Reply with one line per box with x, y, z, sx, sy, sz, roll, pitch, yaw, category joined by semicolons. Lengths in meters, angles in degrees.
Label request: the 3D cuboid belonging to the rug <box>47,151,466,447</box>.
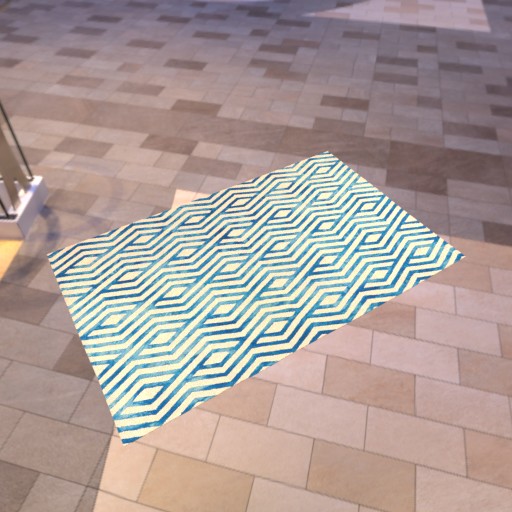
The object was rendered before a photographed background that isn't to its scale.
0.000;0.000;3.040;2.439;0.008;1.531;-24;51;-21;rug
